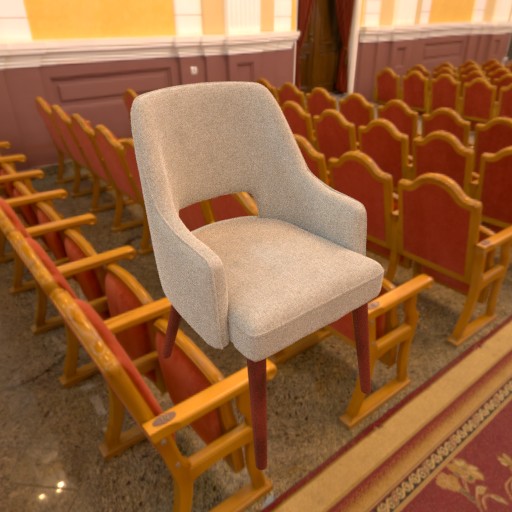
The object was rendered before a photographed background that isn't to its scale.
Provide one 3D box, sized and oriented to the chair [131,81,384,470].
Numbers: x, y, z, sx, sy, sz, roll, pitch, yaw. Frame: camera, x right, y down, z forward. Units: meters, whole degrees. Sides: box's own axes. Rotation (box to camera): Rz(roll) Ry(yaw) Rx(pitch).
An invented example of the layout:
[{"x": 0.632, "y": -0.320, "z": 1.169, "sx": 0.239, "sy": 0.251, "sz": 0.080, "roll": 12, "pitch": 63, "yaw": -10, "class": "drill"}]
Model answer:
[{"x": 0.000, "y": 0.000, "z": 1.251, "sx": 0.548, "sy": 0.849, "sz": 0.605, "roll": -21, "pitch": 36, "yaw": -33, "class": "chair"}]
